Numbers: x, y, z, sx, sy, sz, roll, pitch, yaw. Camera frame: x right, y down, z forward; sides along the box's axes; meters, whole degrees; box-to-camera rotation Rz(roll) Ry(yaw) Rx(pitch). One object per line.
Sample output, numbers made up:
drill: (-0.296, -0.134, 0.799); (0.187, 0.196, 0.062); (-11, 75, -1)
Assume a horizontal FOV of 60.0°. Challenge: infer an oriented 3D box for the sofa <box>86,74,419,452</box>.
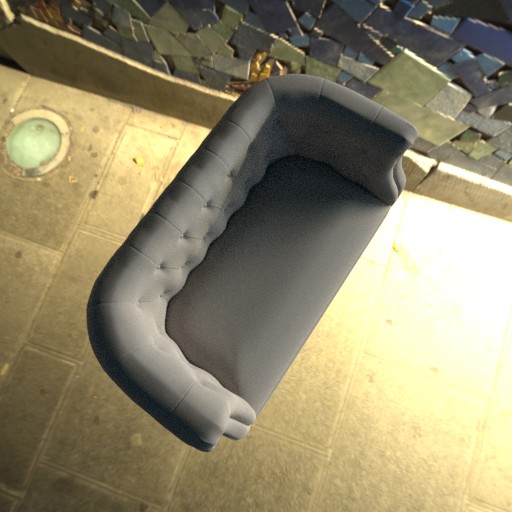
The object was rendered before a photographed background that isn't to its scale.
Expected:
sofa: (0.000, 0.000, 2.081); (0.835, 0.827, 1.558); (33, 78, 8)
